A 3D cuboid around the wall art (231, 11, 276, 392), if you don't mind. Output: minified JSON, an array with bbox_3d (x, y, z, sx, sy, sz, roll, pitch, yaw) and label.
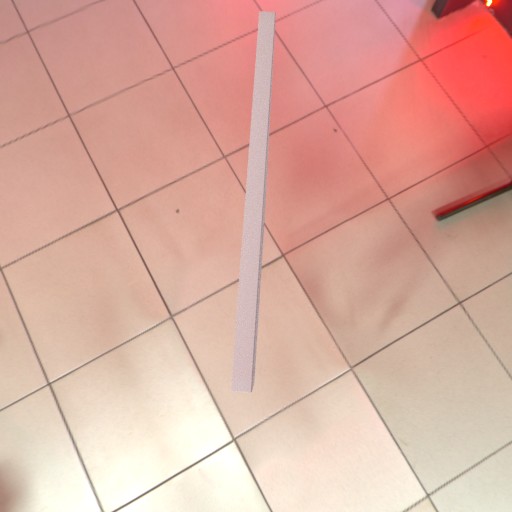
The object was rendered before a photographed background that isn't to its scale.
[{"bbox_3d":[0.000,0.000,0.590,0.015,0.477,0.332,4,75,1],"label":"wall art"}]
